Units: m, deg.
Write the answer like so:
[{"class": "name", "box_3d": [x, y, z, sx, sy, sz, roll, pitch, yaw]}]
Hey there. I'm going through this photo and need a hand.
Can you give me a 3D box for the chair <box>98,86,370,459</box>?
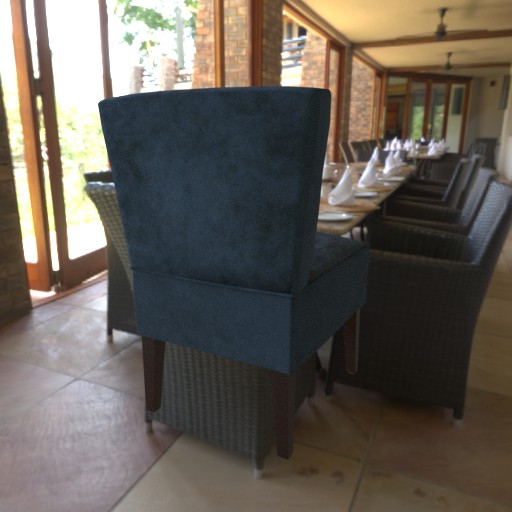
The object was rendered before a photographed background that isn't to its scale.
[{"class": "chair", "box_3d": [0.000, 0.000, 1.191, 0.521, 0.806, 0.551, 8, 17, 27]}]
